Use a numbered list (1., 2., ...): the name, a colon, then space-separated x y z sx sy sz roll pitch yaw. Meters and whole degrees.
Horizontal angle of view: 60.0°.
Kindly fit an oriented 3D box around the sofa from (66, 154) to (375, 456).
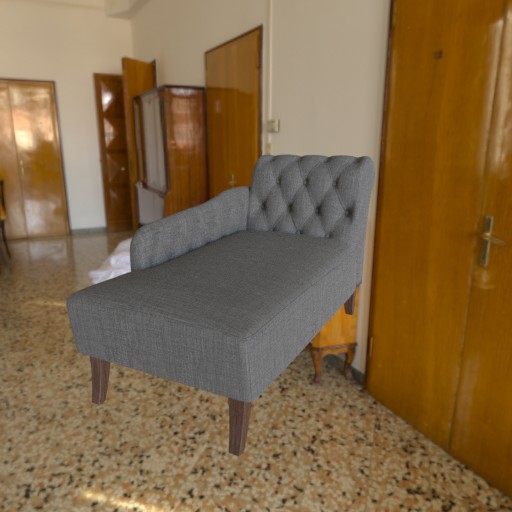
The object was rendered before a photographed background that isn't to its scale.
1. sofa: 0.000 0.000 1.842 0.675 0.787 1.379 8 16 27
